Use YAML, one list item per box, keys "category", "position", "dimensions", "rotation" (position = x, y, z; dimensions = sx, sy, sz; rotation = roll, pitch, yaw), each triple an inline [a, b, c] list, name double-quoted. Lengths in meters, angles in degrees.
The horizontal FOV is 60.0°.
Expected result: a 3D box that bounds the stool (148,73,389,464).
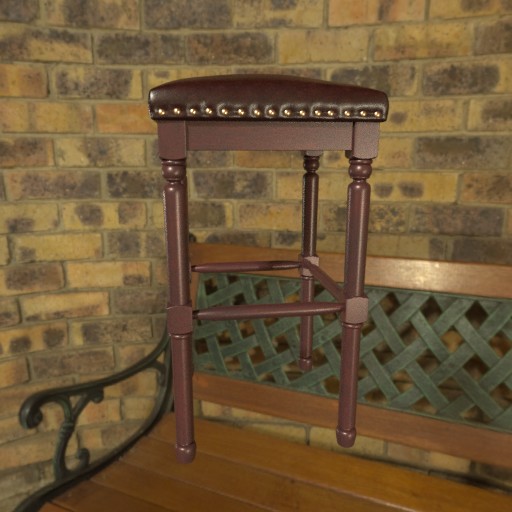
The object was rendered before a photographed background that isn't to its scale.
- category: "stool"
  position: [0.000, 0.000, 0.932]
  dimensions: [0.382, 0.702, 0.383]
  rotation: [-2, 14, -8]
